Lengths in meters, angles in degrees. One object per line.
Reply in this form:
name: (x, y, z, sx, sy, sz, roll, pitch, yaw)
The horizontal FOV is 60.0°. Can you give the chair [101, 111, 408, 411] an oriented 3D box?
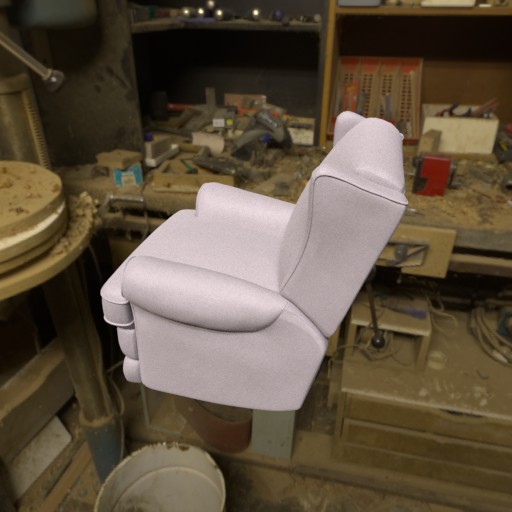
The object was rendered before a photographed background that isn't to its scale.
chair: (0.000, 0.000, 1.704, 0.969, 1.011, 0.847, 8, 32, 13)
